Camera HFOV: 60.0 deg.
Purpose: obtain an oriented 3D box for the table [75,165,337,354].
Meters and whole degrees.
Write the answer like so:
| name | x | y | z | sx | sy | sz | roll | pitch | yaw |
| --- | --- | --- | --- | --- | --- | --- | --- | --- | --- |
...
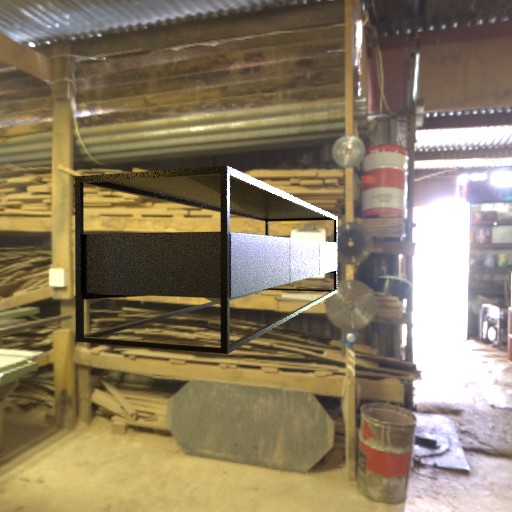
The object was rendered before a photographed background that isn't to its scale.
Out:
| name | x | y | z | sx | sy | sz | roll | pitch | yaw |
| --- | --- | --- | --- | --- | --- | --- | --- | --- | --- |
| table | 0.000 | 0.000 | 1.694 | 0.399 | 0.395 | 1.486 | 0 | 1 | 19 |
